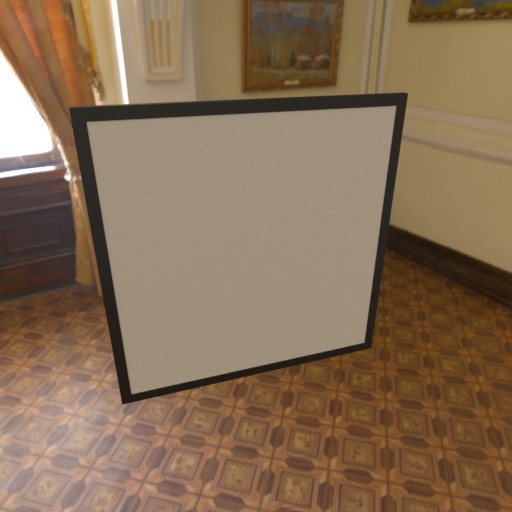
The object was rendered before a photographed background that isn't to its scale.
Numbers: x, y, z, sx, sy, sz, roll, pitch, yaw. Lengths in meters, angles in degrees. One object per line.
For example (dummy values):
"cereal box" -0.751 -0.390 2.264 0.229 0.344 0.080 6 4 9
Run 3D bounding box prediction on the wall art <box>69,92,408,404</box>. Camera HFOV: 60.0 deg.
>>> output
"wall art" 0.000 0.000 1.201 0.807 0.807 0.022 -8 28 -16
